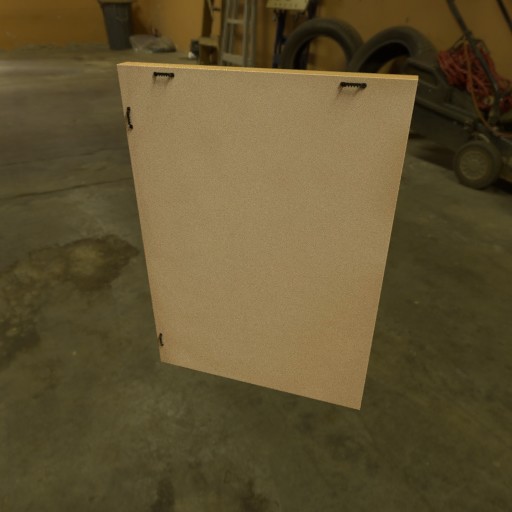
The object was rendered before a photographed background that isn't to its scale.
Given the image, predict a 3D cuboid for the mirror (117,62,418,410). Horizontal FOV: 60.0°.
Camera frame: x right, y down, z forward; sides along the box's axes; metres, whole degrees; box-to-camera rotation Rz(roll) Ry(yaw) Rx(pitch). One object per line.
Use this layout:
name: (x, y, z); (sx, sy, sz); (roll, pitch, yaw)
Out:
mirror: (0.000, 0.000, 0.908); (0.507, 0.710, 0.039); (9, 32, 15)
